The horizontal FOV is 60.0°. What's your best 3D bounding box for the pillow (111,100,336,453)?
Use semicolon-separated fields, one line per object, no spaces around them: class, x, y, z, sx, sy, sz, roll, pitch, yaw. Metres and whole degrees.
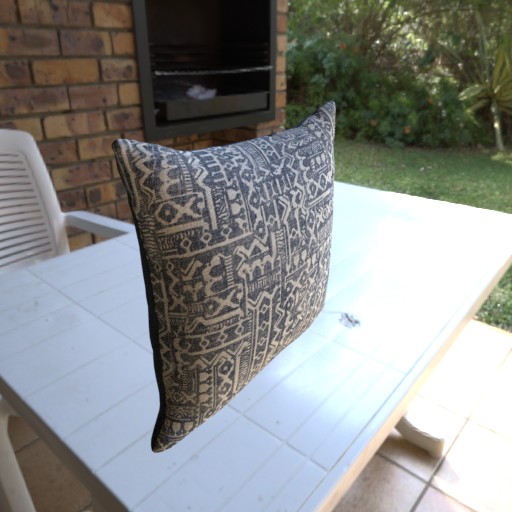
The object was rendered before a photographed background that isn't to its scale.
pillow;0.000;0.000;0.790;0.180;0.487;0.546;17;29;32
